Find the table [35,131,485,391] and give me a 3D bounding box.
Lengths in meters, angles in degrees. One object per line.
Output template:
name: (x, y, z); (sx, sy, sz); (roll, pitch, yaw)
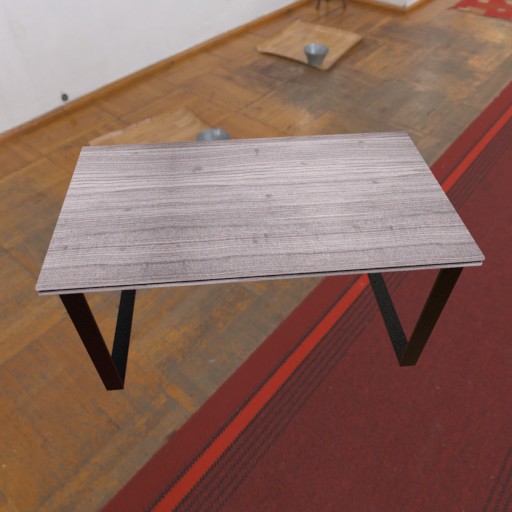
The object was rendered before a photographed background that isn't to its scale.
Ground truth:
table: (0.000, 0.000, 2.116); (1.579, 0.736, 0.881); (-4, 46, -4)
